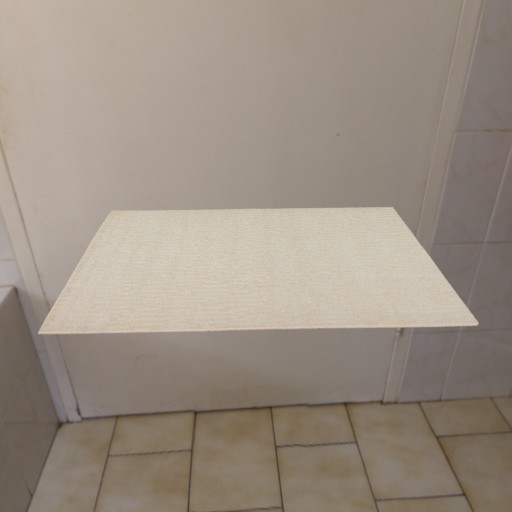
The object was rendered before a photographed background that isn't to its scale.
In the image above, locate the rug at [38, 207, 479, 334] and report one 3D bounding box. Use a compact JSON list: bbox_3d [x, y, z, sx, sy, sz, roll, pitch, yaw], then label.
[{"bbox_3d":[0.000,0.000,2.366,1.848,0.014,1.238,-1,30,-2],"label":"rug"}]
